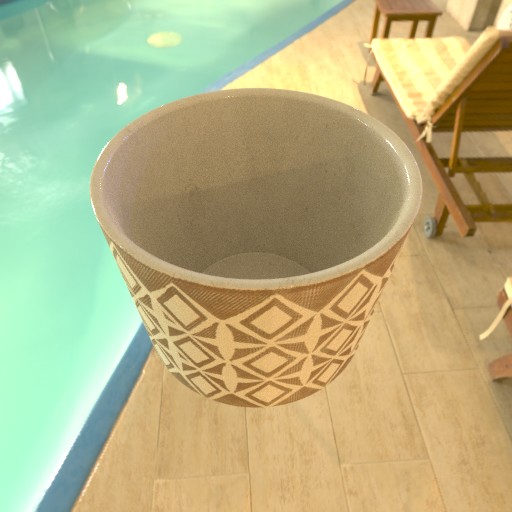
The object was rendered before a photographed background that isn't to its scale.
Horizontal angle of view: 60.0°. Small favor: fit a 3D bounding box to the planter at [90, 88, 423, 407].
[{"bbox_3d":[0.000,0.000,0.437,0.260,0.220,0.260,0,47,0],"label":"planter"}]
